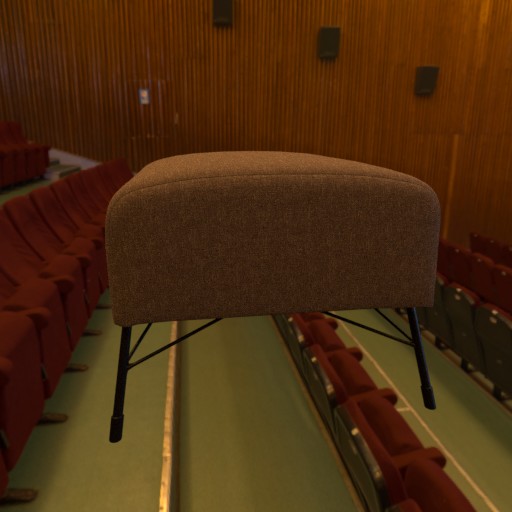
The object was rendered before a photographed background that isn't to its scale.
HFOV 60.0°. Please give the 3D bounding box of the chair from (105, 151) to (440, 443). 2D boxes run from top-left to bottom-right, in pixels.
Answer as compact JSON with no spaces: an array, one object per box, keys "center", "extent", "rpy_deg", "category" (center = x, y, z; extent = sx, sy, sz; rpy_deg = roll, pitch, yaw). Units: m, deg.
[{"center":[0.000,0.000,0.896],"extent":[0.530,0.410,0.530],"rpy_deg":[-2,16,-9],"category":"chair"}]
